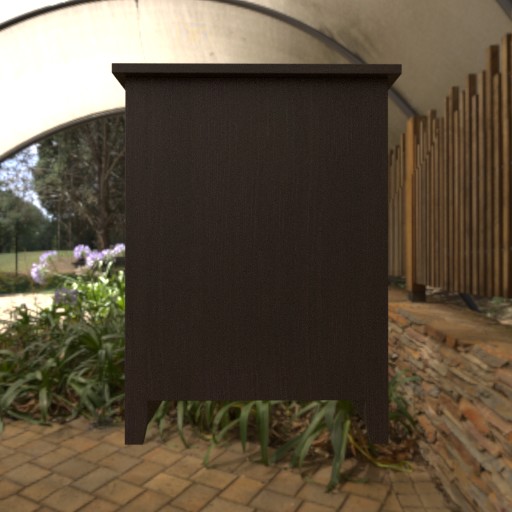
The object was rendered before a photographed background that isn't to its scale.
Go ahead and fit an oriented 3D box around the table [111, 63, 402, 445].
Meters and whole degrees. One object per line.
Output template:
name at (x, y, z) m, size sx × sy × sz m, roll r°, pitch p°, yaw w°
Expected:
table at (0.000, 0.000, 0.921) m, size 0.480 × 0.635 × 0.381 m, roll 0°, pitch 0°, yaw -1°
